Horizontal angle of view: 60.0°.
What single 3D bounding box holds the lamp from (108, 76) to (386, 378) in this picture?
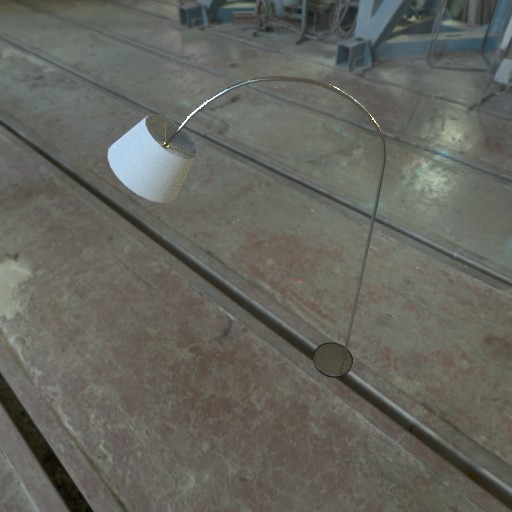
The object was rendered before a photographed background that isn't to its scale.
[{"bbox_3d":[0.000,0.000,2.643,1.445,2.098,0.406,0,41,-1],"label":"lamp"}]
